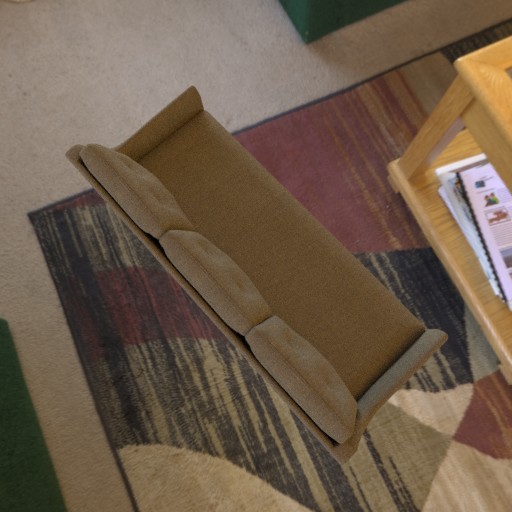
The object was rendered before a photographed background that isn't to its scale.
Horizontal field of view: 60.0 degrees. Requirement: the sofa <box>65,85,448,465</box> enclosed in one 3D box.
[{"bbox_3d":[0.000,0.000,2.503,0.849,0.837,2.060,-42,79,-10],"label":"sofa"}]
